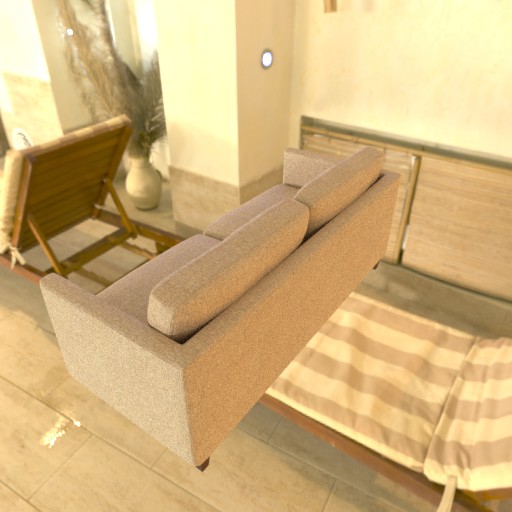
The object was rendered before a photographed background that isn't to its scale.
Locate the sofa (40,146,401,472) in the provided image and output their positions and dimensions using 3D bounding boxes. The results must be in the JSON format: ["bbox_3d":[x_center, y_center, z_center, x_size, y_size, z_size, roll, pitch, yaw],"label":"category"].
[{"bbox_3d":[0.000,0.000,2.696,0.951,0.965,2.208,22,39,29],"label":"sofa"}]
